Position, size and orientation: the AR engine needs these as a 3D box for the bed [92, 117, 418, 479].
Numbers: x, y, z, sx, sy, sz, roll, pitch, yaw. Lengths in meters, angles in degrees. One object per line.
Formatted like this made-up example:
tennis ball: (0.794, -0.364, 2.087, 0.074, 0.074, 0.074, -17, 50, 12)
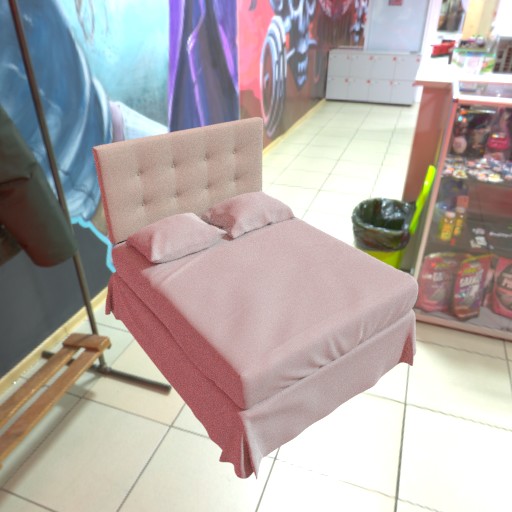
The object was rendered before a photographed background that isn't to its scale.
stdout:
bed: (0.000, 0.000, 3.525, 1.936, 1.577, 2.222, -21, 37, -31)
